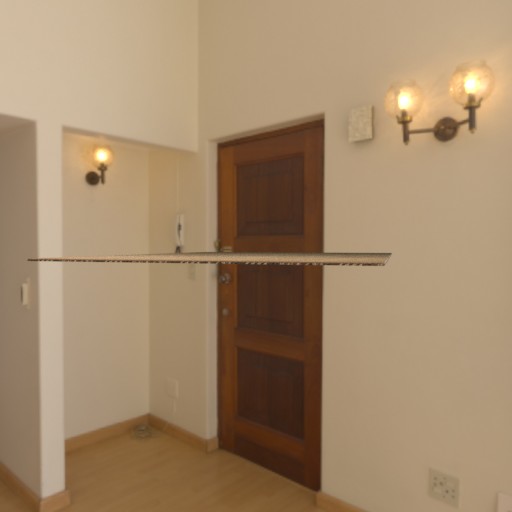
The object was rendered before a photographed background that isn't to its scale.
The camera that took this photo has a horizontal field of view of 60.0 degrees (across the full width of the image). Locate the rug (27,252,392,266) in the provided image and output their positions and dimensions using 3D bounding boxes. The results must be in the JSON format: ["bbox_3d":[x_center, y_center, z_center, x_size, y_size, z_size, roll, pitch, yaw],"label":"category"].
[{"bbox_3d":[0.000,0.000,3.971,2.306,0.017,2.902,0,2,18],"label":"rug"}]
